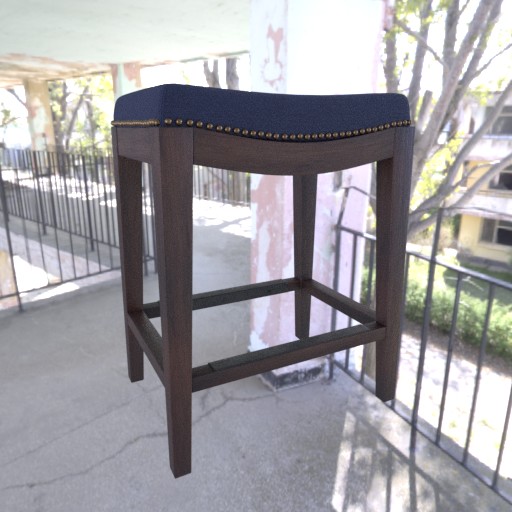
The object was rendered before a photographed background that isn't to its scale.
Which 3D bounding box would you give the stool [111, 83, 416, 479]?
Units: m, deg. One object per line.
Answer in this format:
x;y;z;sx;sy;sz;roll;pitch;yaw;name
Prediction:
0.000;0.000;0.930;0.500;0.642;0.361;-8;18;-26;stool
